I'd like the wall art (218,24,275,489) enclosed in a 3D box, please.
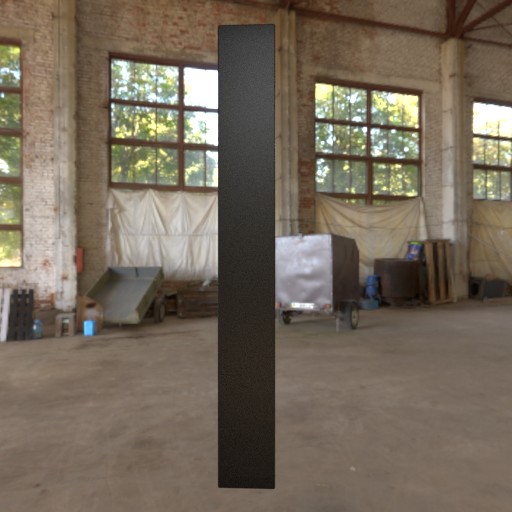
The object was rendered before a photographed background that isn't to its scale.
[{"bbox_3d":[0.000,0.000,0.435,0.037,0.299,0.299,0,0,2],"label":"wall art"}]
